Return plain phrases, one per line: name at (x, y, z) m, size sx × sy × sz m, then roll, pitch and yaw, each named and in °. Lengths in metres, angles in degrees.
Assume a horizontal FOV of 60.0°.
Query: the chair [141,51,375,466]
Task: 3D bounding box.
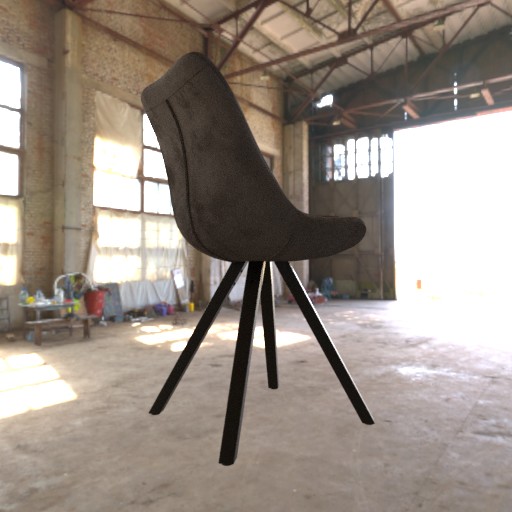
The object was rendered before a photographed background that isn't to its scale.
chair at (0.000, 0.000, 1.172) m, size 0.550 × 0.850 × 0.476 m, roll 1°, pitch -2°, yaw -35°
